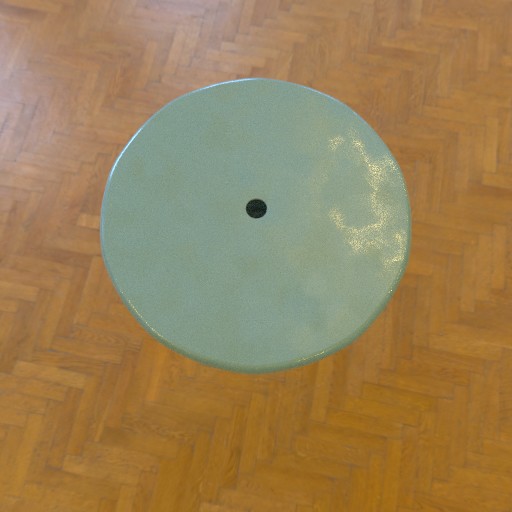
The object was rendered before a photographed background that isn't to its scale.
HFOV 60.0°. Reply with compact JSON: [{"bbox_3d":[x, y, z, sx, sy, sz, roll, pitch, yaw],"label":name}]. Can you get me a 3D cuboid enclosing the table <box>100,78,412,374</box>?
[{"bbox_3d":[0.000,0.000,0.673,0.352,0.387,0.352,0,74,0],"label":"table"}]
